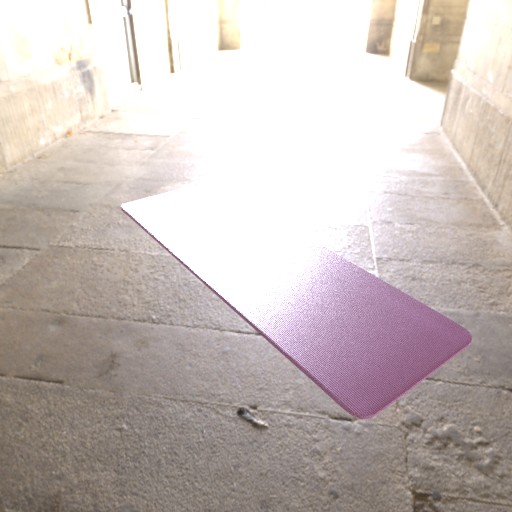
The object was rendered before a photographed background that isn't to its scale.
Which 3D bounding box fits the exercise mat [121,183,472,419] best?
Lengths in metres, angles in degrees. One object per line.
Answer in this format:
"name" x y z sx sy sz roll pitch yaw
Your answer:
"exercise mat" 0.000 0.000 2.074 0.616 0.021 1.869 -21 37 -31
